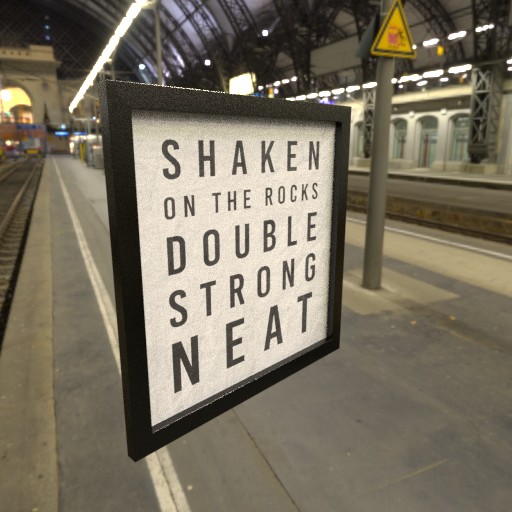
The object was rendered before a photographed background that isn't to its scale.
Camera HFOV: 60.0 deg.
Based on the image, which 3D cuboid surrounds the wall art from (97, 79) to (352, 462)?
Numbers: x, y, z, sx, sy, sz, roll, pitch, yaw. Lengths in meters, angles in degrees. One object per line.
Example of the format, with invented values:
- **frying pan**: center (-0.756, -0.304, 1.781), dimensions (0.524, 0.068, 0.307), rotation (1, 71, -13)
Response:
- **wall art**: center (0.000, 0.000, 0.514), dimensions (0.014, 0.349, 0.349), rotation (13, 19, 43)
